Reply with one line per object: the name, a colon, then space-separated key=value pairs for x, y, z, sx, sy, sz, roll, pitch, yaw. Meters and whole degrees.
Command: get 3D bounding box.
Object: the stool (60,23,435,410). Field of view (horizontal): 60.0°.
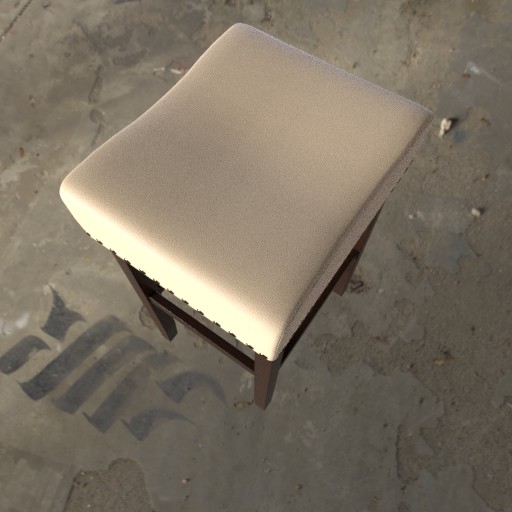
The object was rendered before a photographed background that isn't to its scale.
stool: x=0.000 y=0.000 z=1.010 sx=0.401 sy=0.762 sz=0.471 roll=32 pitch=68 yaw=15
